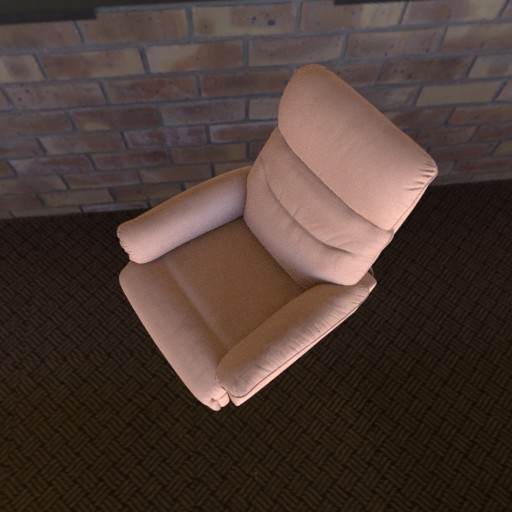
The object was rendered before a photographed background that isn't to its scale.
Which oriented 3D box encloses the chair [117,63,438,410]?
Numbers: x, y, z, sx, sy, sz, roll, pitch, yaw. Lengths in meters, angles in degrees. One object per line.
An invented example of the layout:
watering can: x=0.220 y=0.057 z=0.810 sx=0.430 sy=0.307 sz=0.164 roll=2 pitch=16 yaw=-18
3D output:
chair: x=0.000 y=0.000 z=1.748 sx=1.004 sy=1.037 sz=0.820 roll=-34 pitch=69 yaw=-15
